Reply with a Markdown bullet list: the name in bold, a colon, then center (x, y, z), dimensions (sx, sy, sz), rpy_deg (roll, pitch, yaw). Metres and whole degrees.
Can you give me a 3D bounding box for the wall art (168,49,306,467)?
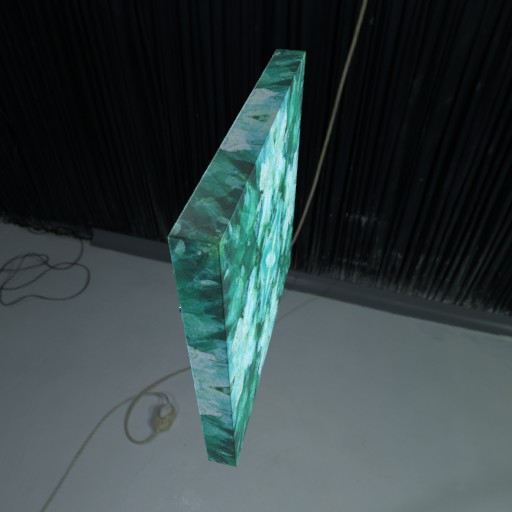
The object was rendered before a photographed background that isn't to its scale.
- **wall art**: center (0.000, 0.000, 0.466), dimensions (0.033, 0.313, 0.313), rpy_deg (9, 44, 10)
